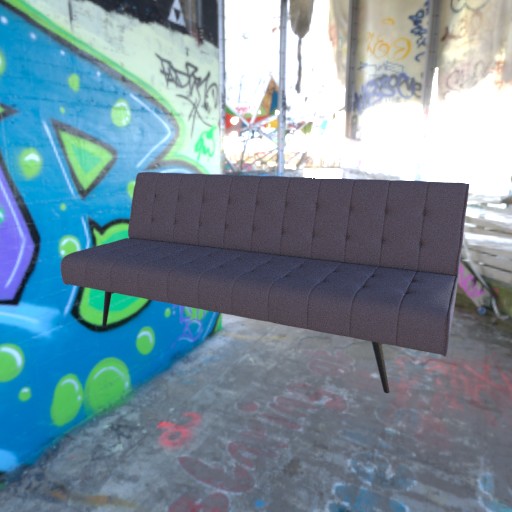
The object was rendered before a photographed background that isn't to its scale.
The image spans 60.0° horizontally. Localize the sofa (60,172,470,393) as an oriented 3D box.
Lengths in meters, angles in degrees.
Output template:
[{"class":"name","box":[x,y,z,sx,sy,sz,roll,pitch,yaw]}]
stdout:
[{"class":"sofa","box":[0.000,0.000,2.042,1.703,0.699,0.747,7,16,26]}]
